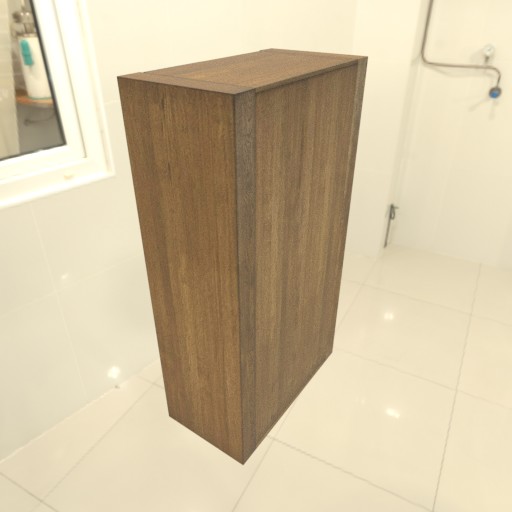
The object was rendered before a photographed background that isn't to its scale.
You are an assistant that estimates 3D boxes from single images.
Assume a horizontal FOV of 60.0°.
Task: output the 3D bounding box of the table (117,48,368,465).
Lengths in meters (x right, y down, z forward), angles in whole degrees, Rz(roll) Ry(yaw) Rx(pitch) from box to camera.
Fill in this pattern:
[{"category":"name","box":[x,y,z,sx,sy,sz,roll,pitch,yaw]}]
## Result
[{"category":"table","box":[0.000,0.000,2.500,0.600,2.000,1.100,20,37,29]}]
